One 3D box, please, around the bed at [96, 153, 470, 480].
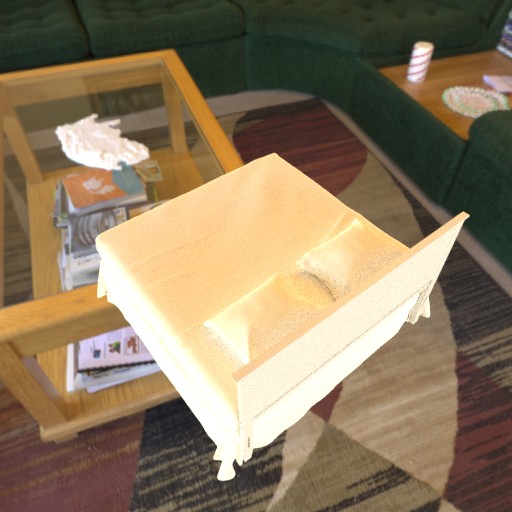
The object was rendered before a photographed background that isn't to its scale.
[{"bbox_3d":[0.000,0.000,3.654,2.317,1.273,2.215,-30,54,-25],"label":"bed"}]
